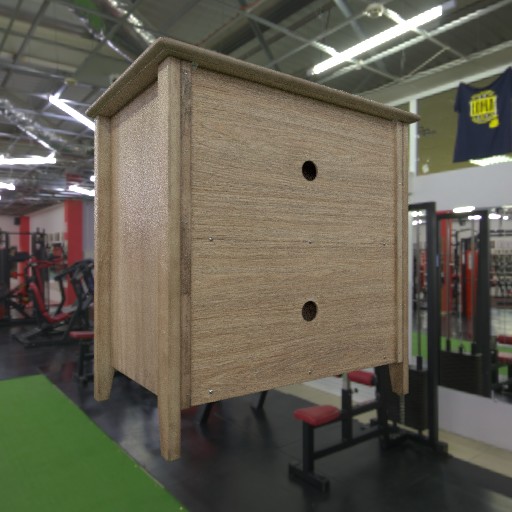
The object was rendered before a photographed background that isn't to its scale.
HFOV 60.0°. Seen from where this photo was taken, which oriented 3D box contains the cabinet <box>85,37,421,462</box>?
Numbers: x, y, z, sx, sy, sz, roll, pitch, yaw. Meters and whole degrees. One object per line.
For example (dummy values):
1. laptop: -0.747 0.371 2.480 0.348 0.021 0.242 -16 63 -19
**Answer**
1. cabinet: 0.000 0.000 1.190 0.763 0.762 0.503 0 0 -35
